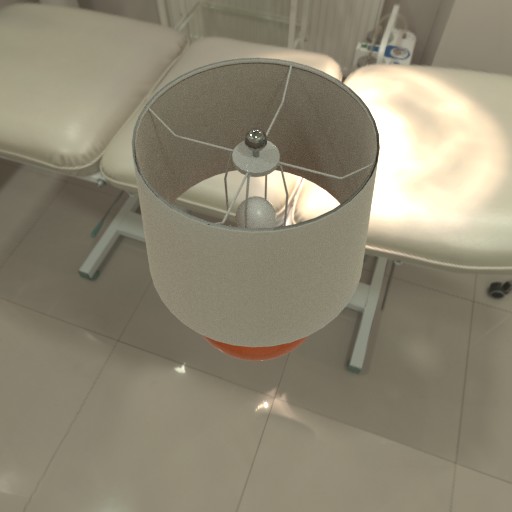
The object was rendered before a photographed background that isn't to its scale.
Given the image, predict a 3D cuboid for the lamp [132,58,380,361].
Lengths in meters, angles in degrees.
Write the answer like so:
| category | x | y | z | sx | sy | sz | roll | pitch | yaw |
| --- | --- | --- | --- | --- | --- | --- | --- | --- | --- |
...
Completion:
| category | x | y | z | sx | sy | sz | roll | pitch | yaw |
| --- | --- | --- | --- | --- | --- | --- | --- | --- | --- |
| lamp | 0.000 | 0.000 | 0.532 | 0.247 | 0.387 | 0.247 | 0 | 57 | 0 |
